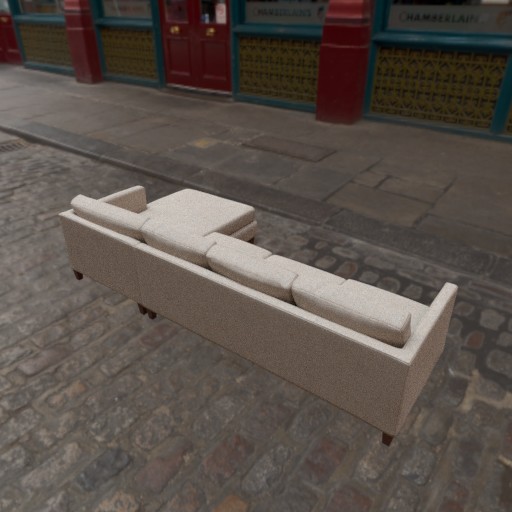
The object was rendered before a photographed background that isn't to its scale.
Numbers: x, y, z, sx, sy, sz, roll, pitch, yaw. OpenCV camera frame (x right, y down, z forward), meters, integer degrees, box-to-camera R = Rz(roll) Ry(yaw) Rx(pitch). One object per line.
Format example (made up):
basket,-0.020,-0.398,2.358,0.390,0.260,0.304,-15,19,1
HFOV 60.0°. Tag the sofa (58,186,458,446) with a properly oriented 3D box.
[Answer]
sofa,0.000,0.000,3.779,3.186,0.846,1.625,20,35,31
